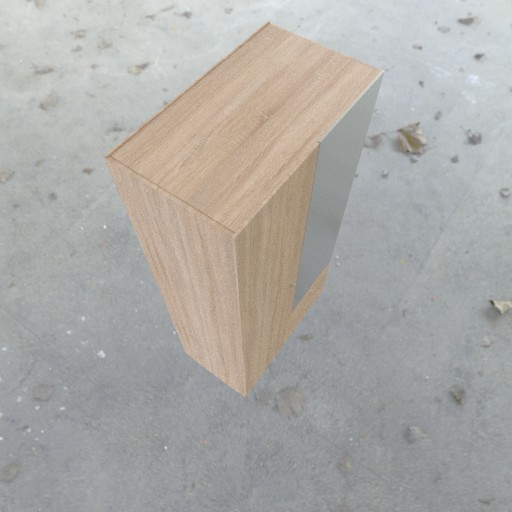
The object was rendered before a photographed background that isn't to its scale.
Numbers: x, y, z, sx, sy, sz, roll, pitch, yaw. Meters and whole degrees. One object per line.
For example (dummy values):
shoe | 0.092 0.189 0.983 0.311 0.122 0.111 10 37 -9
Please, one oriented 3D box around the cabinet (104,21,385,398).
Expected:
cabinet | 0.000 0.000 2.573 0.590 2.121 1.001 32 64 18
